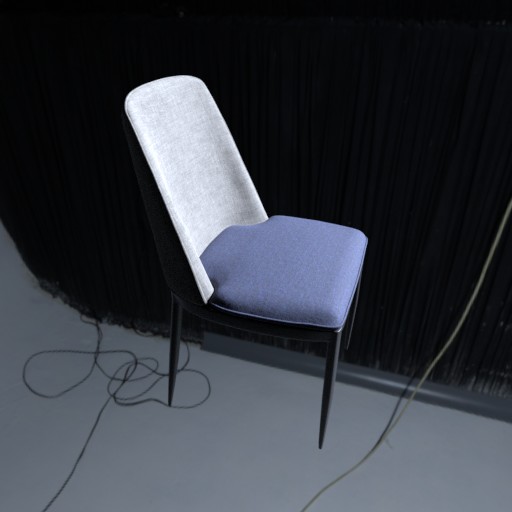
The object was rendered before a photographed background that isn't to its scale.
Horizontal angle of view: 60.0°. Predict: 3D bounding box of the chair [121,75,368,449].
[{"bbox_3d":[0.000,0.000,1.189,0.550,0.855,0.488,10,33,17],"label":"chair"}]
